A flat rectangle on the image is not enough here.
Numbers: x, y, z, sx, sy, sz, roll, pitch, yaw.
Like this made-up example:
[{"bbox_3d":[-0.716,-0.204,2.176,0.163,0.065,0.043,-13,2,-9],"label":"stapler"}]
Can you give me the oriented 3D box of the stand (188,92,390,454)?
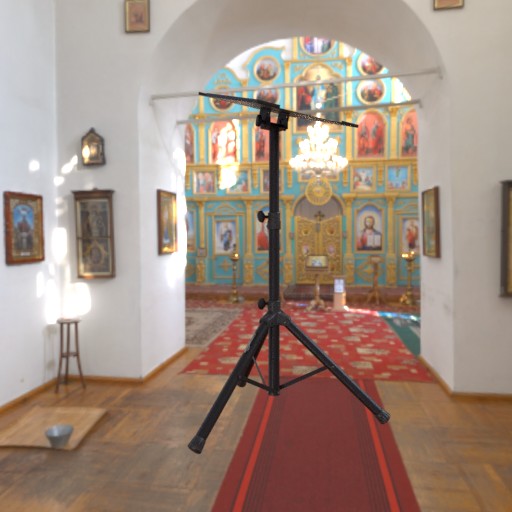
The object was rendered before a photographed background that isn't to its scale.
[{"bbox_3d":[0.000,0.000,1.643,0.702,1.198,0.702,-1,1,-37],"label":"stand"}]
